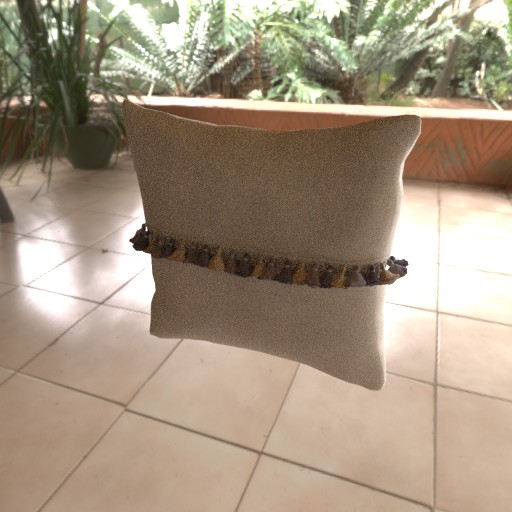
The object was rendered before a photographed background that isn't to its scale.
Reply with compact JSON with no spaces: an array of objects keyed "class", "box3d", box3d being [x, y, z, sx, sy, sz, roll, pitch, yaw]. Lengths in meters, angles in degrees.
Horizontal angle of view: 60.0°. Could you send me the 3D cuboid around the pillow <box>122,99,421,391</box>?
[{"class":"pillow","box3d":[0.000,0.000,0.750,0.489,0.481,0.165,9,28,17]}]
